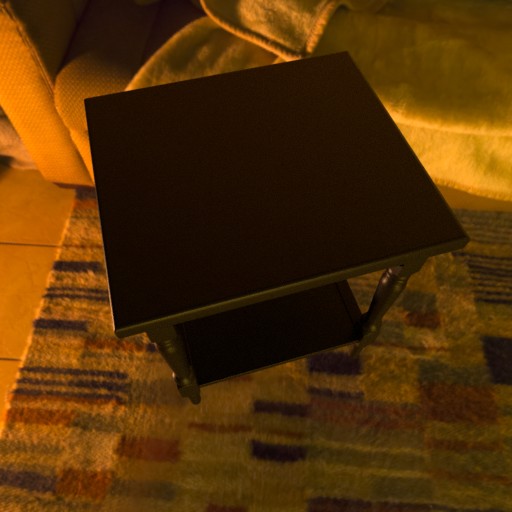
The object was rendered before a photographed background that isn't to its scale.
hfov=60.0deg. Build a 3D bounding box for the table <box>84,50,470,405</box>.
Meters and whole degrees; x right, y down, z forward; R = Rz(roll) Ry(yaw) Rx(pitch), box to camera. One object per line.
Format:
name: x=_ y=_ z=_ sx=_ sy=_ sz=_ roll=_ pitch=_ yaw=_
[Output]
table: x=0.000 y=0.000 z=0.922 sx=0.488 sy=0.565 sz=0.442 roll=-14 pitch=60 yaw=-8
